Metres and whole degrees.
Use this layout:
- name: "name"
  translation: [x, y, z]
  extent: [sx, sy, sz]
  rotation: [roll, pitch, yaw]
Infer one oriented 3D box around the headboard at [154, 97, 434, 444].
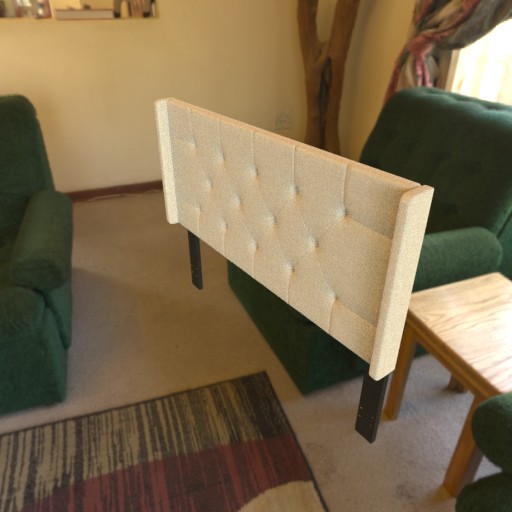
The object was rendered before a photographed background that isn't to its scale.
- name: "headboard"
  translation: [0.000, 0.000, 2.699]
  extent: [0.184, 1.524, 2.051]
  rotation: [-21, 37, -31]
